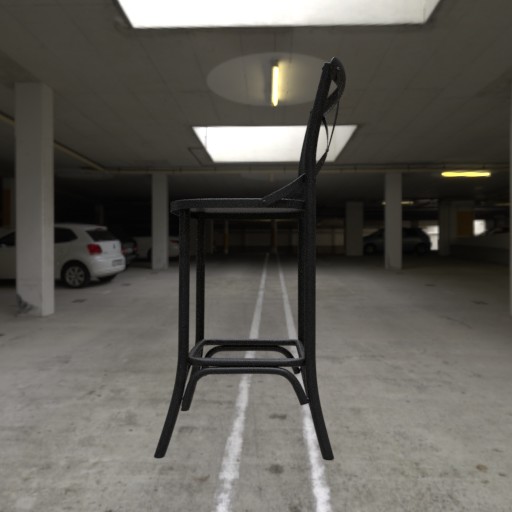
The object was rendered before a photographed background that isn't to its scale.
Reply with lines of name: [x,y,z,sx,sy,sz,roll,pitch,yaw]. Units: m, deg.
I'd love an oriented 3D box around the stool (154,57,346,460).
stool: [0.000,0.000,1.481,0.584,1.168,0.457,0,0,2]
